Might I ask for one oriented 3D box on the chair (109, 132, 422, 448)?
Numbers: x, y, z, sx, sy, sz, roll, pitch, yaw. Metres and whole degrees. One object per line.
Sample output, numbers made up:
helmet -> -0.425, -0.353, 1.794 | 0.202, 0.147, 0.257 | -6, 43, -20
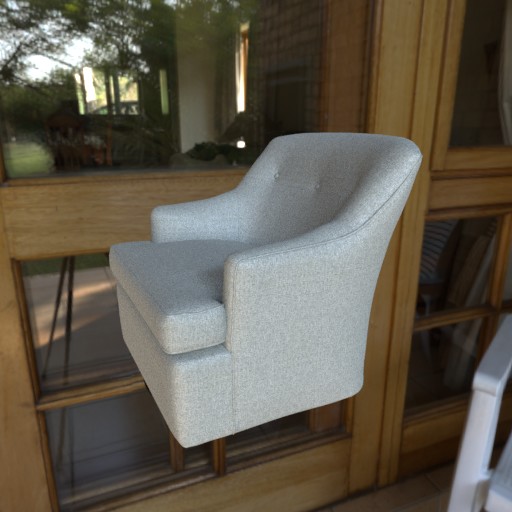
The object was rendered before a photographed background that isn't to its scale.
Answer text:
chair -> 0.000, 0.000, 1.612 | 0.923, 0.856, 0.864 | -9, 19, -26
